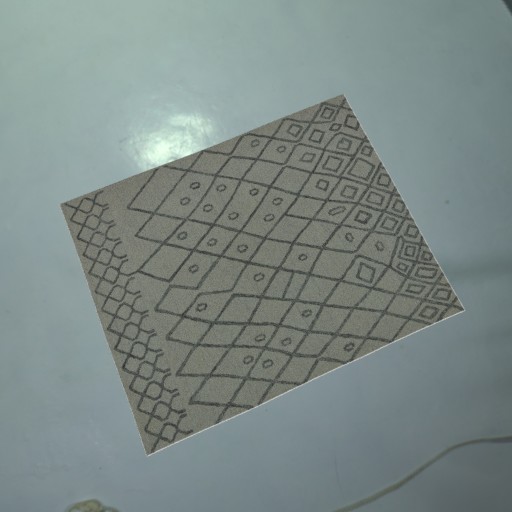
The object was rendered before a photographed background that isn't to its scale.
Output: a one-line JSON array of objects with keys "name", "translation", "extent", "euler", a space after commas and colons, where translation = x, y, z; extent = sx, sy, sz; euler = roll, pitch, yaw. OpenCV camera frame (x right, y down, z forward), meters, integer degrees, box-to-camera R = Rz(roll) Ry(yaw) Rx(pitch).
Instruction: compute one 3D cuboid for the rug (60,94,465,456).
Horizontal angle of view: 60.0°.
[{"name": "rug", "translation": [0.000, 0.000, 4.119], "extent": [3.046, 0.015, 2.446], "euler": [-23, 76, -6]}]
